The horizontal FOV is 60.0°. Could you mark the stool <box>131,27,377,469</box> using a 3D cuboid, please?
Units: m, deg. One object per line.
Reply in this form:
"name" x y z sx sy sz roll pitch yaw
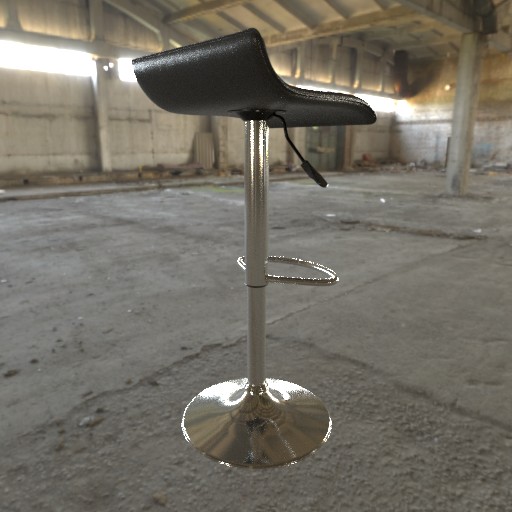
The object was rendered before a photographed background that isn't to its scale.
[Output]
"stool" 0.000 0.000 1.034 0.381 0.851 0.381 13 19 43
